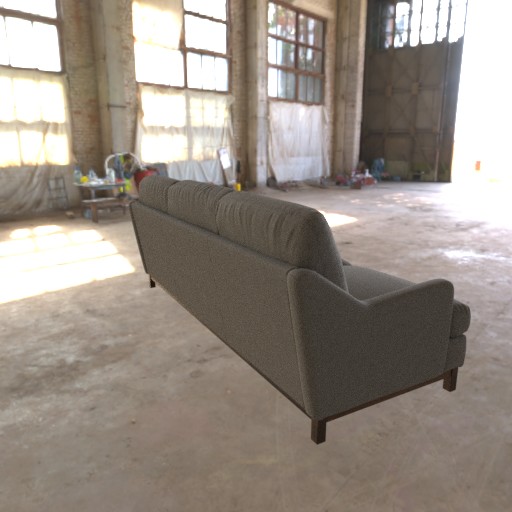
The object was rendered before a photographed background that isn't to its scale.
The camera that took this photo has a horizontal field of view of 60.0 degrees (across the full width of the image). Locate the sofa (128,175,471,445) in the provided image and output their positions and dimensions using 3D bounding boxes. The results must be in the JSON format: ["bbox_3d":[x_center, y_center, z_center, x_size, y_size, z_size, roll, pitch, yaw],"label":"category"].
[{"bbox_3d":[0.000,0.000,2.745,0.987,0.926,2.344,-8,16,-28],"label":"sofa"}]
